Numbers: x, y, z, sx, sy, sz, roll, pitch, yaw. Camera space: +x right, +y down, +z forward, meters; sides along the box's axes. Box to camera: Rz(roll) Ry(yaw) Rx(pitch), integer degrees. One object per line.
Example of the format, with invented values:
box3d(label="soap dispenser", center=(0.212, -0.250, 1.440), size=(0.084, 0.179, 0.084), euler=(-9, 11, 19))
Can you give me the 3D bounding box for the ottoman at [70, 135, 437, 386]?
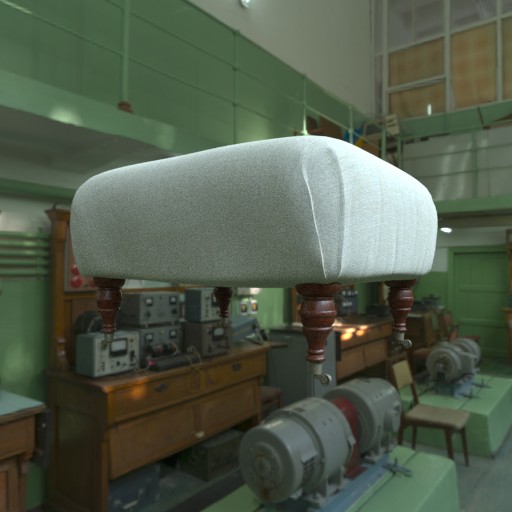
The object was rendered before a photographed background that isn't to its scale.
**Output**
box3d(label="ottoman", center=(0.000, 0.000, 1.102), size=(0.747, 0.450, 0.622), euler=(-1, -2, 36))
